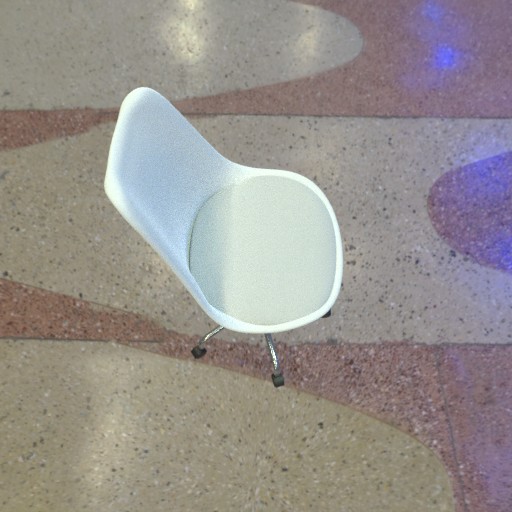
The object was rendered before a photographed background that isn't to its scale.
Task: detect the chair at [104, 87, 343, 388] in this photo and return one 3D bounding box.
[{"bbox_3d":[0.000,0.000,1.236,0.550,0.930,0.550,1,63,1],"label":"chair"}]
